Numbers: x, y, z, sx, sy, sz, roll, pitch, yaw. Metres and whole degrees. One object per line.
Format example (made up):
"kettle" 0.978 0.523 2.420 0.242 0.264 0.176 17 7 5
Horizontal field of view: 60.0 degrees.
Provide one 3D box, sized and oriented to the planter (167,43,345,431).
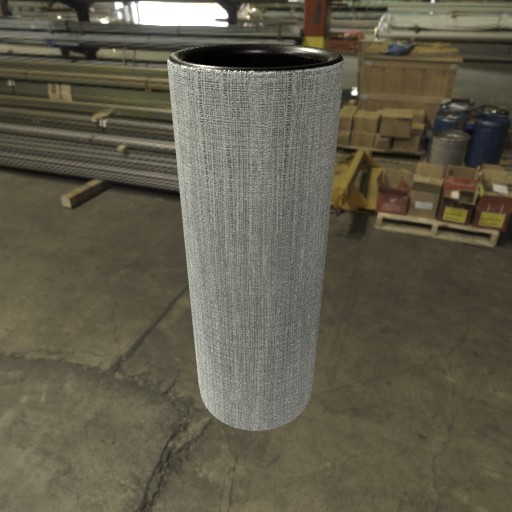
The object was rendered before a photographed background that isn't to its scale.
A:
"planter" 0.000 0.000 0.323 0.100 0.270 0.100 11 34 17
